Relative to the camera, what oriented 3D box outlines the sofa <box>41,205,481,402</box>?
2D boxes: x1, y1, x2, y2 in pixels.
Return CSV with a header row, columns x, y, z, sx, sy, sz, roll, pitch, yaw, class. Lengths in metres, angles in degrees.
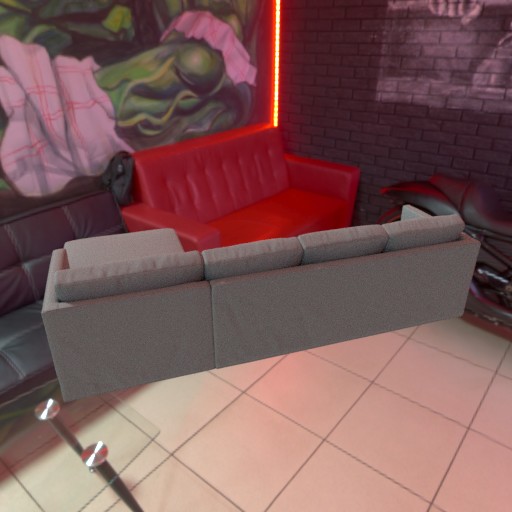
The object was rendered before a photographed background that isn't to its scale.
x,y,z,sx,sy,sz,roll,pitch,yaw,class
0.000,0.000,3.798,3.177,0.867,1.622,-8,28,-16,sofa
